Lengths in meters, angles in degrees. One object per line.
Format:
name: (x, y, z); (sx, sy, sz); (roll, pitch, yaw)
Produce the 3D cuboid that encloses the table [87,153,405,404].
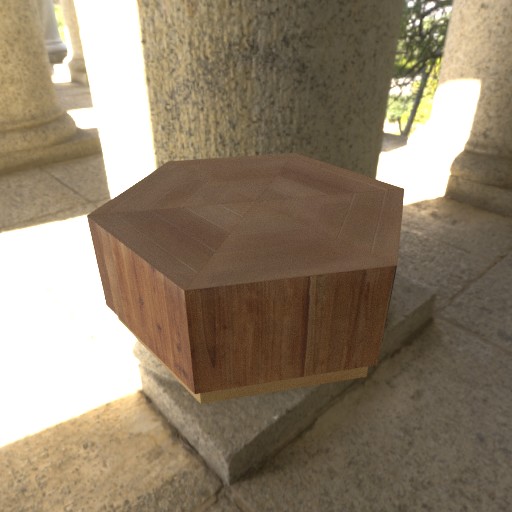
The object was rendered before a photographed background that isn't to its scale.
table: (0.000, 0.000, 1.696); (1.000, 0.456, 1.154); (10, 32, 15)
